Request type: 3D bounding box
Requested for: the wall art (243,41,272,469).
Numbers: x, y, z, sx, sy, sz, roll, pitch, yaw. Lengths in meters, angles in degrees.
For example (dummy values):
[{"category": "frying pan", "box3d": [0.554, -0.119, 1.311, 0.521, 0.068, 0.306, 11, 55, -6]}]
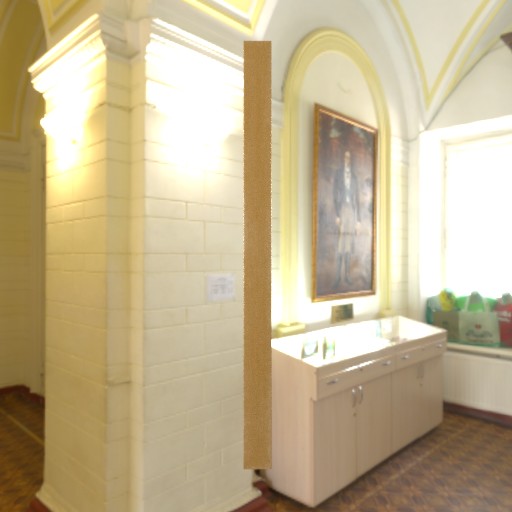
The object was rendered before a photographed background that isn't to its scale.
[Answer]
[{"category": "wall art", "box3d": [0.000, 0.000, 0.781, 0.033, 0.509, 0.510, 0, 0, 0]}]
